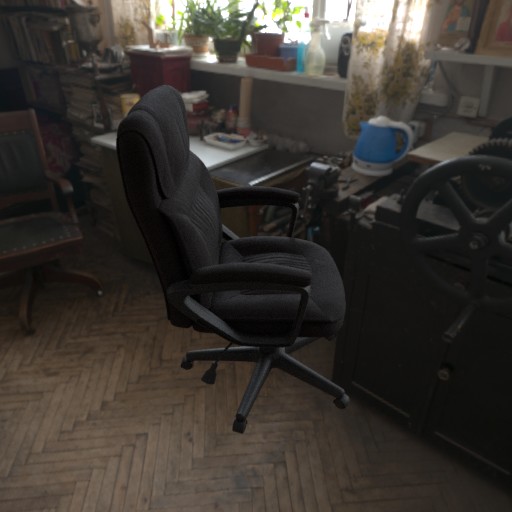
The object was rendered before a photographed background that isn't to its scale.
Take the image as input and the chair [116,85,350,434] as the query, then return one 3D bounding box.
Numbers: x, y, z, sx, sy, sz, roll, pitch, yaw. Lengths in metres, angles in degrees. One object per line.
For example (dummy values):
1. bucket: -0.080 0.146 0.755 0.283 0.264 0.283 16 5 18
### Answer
1. chair: 0.000 0.000 1.575 0.724 1.105 0.667 1 32 1
